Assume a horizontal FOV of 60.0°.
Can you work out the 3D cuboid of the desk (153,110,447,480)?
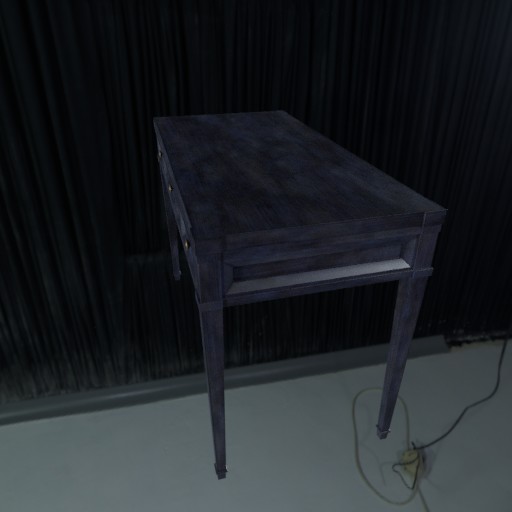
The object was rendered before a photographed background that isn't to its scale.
[{"bbox_3d":[0.000,0.000,1.776,0.630,0.861,1.289,-8,30,-13],"label":"desk"}]
